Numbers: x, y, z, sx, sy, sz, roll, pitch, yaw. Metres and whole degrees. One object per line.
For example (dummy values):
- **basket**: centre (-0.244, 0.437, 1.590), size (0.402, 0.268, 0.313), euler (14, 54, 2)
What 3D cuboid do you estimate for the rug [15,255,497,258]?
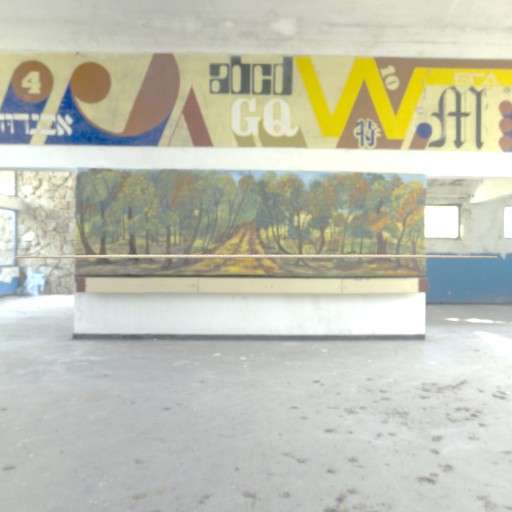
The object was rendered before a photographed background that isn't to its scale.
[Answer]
- **rug**: centre (0.000, 0.000, 2.285), size (1.828, 0.007, 1.220), euler (0, 0, 0)
